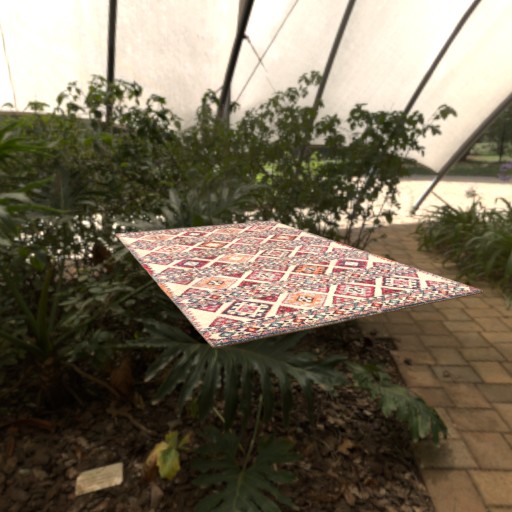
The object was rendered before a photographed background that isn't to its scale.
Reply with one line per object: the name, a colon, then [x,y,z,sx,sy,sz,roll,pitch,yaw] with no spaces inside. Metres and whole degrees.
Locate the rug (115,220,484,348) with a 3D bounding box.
rug: [0.000,0.000,3.099,1.545,0.010,2.440,-7,16,-25]
